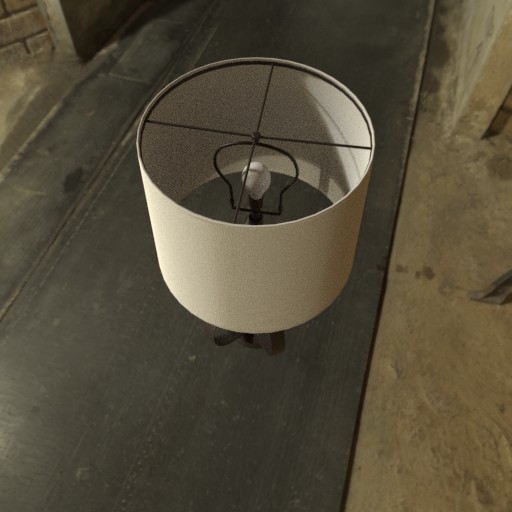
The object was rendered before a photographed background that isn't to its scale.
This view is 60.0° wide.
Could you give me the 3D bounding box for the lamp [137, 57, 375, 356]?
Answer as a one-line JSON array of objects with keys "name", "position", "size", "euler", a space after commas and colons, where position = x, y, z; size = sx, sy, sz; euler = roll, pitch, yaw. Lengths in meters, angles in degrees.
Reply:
[{"name": "lamp", "position": [0.000, 0.000, 0.688], "size": [0.286, 0.510, 0.286], "euler": [0, 58, 0]}]
